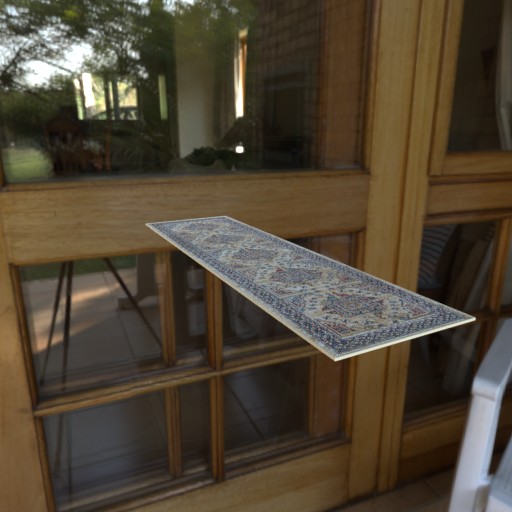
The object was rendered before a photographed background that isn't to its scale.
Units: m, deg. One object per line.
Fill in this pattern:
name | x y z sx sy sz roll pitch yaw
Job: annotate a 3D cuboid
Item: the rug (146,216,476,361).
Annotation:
rug | 0.000 0.000 2.497 0.661 0.013 2.297 -8 18 -27
